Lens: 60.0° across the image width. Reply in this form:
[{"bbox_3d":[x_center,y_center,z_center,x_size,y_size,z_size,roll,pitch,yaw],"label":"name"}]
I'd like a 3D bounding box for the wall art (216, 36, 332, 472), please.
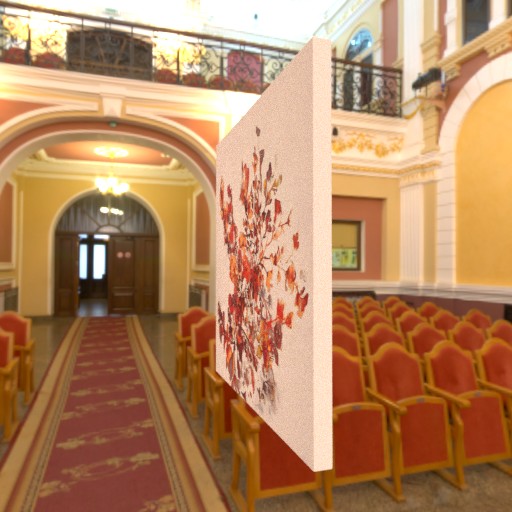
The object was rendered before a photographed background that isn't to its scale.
[{"bbox_3d":[0.000,0.000,1.133,0.037,0.757,0.757,0,-1,-18],"label":"wall art"}]
